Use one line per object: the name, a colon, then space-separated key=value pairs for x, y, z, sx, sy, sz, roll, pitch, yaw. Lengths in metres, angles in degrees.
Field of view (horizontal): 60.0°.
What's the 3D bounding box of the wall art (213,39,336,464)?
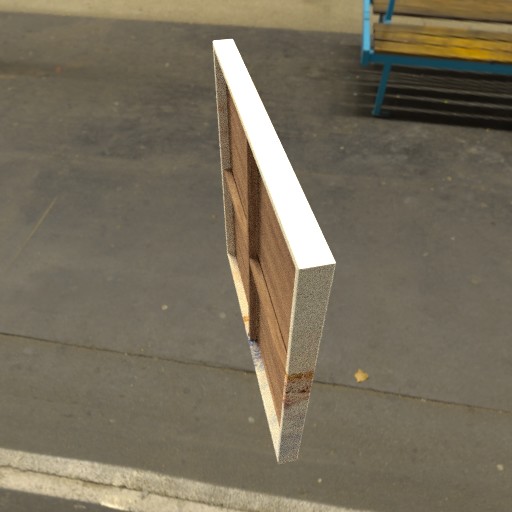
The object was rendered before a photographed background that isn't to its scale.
wall art: x=0.000 y=0.000 z=1.553 sx=0.071 sy=1.061 sz=1.061 roll=-9 pitch=48 yaw=-8
